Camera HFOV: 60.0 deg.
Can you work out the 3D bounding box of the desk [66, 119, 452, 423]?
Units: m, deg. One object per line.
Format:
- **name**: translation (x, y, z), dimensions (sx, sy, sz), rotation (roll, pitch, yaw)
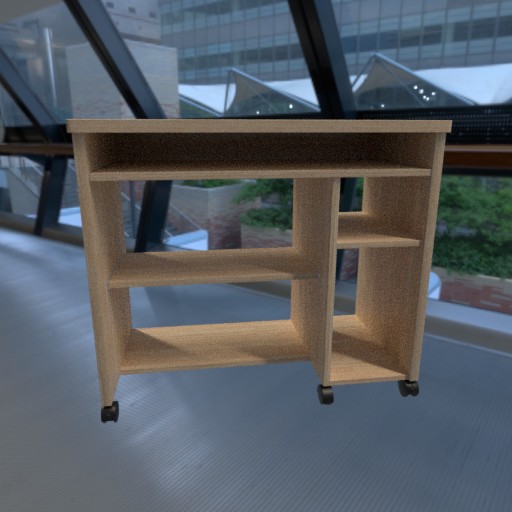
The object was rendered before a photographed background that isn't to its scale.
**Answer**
- **desk**: translation (0.000, 0.000, 1.327), dimensions (0.884, 0.770, 0.480), rotation (-2, 16, -8)
